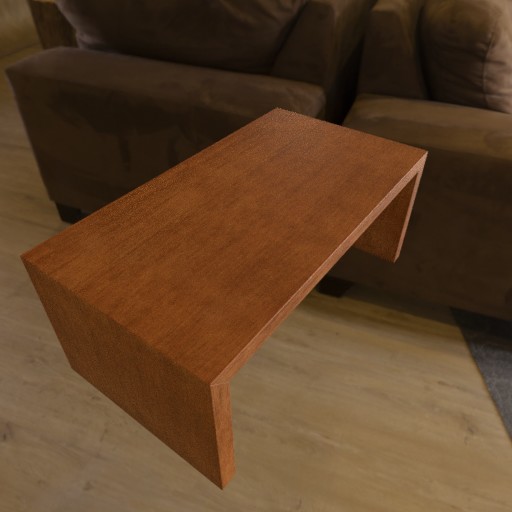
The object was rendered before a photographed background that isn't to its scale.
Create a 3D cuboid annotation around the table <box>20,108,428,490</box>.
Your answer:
[{"bbox_3d":[0.000,0.000,1.287,0.549,0.419,1.000,26,47,27],"label":"table"}]
